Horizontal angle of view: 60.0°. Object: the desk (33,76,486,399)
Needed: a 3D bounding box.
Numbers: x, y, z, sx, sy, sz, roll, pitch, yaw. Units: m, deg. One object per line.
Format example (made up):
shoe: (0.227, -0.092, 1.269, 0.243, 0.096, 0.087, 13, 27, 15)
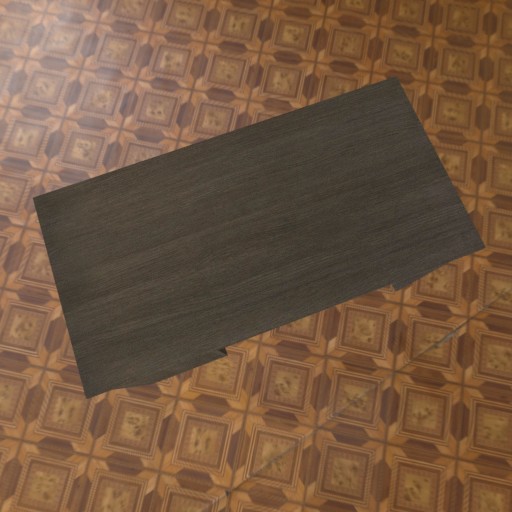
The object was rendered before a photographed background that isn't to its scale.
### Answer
desk: (0.000, 0.000, 1.546, 1.096, 0.730, 0.560, -20, 76, -5)
